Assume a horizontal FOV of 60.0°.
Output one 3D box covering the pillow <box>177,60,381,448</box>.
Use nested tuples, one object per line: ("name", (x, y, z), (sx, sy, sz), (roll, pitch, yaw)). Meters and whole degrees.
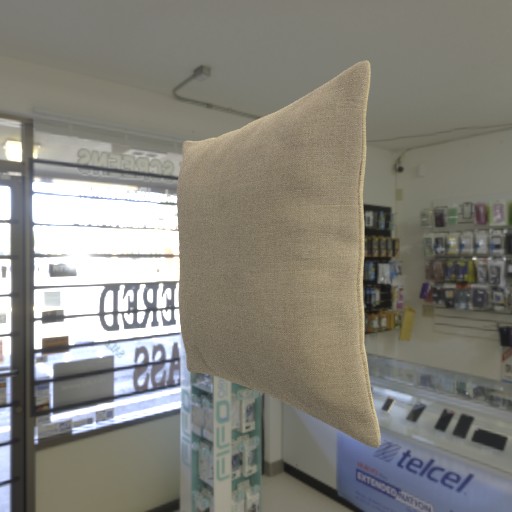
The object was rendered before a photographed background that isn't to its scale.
("pillow", (0.000, 0.000, 0.780), (0.166, 0.510, 0.523), (0, 0, -36))
